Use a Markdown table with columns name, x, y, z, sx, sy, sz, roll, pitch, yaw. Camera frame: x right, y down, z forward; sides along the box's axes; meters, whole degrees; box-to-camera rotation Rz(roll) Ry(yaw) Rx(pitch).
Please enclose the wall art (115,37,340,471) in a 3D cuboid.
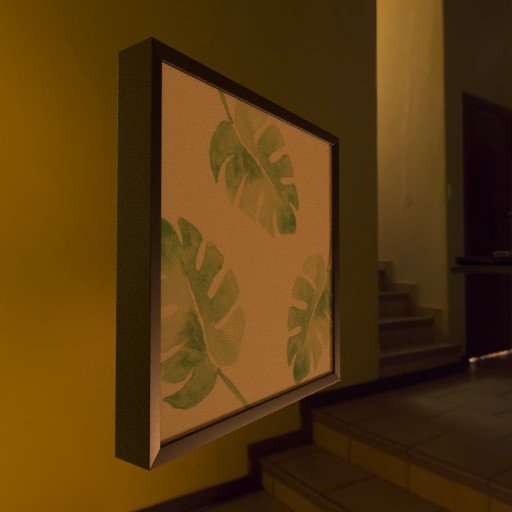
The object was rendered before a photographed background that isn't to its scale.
| name | x | y | z | sx | sy | sz | roll | pitch | yaw |
| --- | --- | --- | --- | --- | --- | --- | --- | --- | --- |
| wall art | 0.000 | 0.000 | 0.444 | 0.038 | 0.304 | 0.304 | -1 | -2 | 36 |
